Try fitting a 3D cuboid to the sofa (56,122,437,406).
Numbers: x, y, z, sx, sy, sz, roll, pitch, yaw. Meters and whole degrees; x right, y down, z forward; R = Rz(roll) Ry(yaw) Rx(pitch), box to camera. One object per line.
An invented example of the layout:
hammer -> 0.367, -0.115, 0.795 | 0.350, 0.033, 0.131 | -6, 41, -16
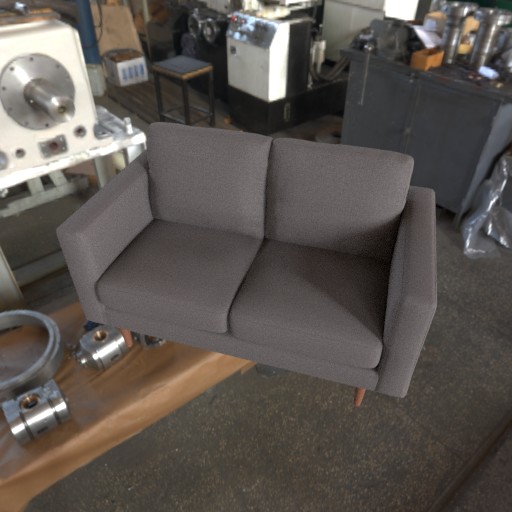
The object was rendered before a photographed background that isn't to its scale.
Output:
sofa -> 0.000, 0.000, 1.977 | 1.430, 0.908, 0.796 | 11, 40, 13
